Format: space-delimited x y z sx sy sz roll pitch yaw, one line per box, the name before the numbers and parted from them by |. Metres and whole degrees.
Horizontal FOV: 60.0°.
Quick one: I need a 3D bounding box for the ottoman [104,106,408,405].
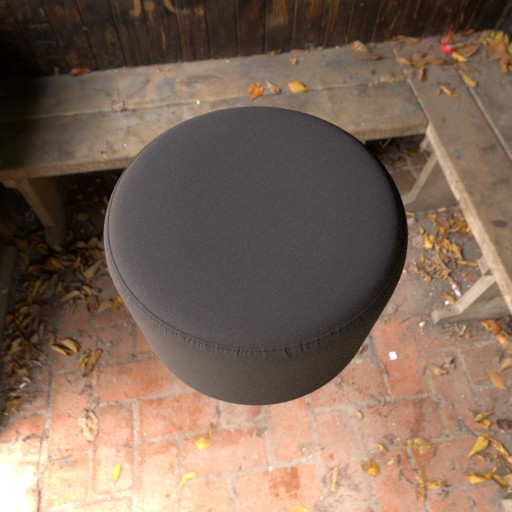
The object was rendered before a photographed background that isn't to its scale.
ottoman | 0.000 0.000 1.029 0.608 0.433 0.608 0 59 0
